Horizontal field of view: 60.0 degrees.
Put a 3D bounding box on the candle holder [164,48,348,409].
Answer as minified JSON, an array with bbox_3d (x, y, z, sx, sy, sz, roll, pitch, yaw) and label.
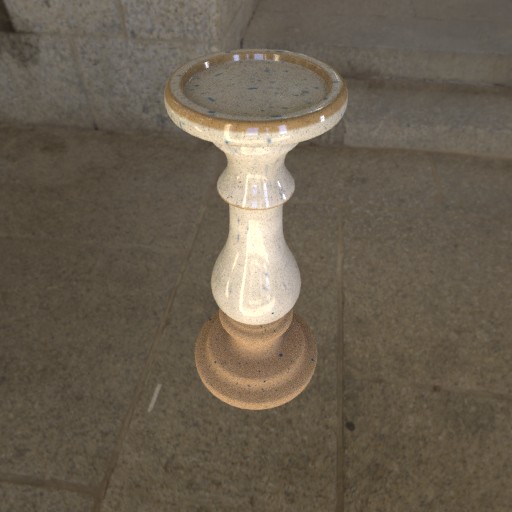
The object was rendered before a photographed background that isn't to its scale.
[{"bbox_3d":[0.000,0.000,0.253,0.088,0.203,0.088,0,45,0],"label":"candle holder"}]
